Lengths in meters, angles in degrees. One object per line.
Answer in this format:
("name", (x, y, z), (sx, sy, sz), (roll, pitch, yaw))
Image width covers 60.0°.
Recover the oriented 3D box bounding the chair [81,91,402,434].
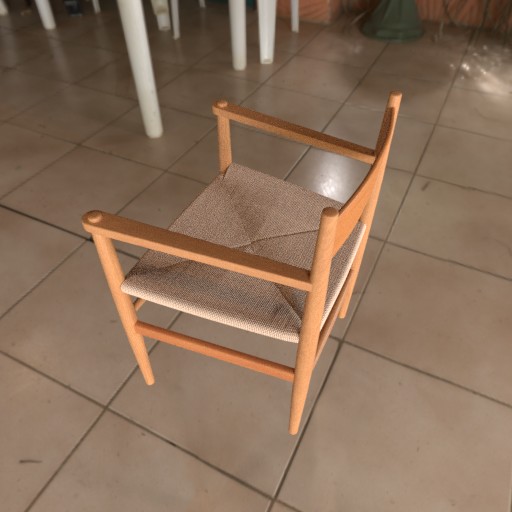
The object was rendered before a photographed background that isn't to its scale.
("chair", (0.000, 0.000, 1.118), (0.495, 0.762, 0.556), (19, 48, 18))
